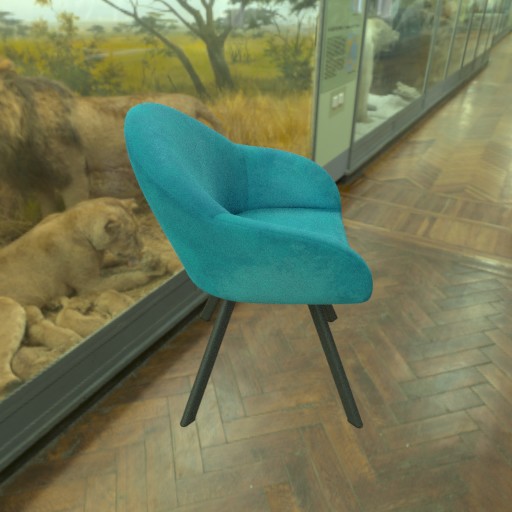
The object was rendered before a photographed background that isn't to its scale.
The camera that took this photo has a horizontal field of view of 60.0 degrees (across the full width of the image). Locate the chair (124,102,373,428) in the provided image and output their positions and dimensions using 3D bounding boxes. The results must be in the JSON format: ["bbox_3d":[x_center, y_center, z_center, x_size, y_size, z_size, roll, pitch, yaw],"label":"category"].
[{"bbox_3d":[0.000,0.000,1.214,0.590,0.795,0.550,0,31,0],"label":"chair"}]
